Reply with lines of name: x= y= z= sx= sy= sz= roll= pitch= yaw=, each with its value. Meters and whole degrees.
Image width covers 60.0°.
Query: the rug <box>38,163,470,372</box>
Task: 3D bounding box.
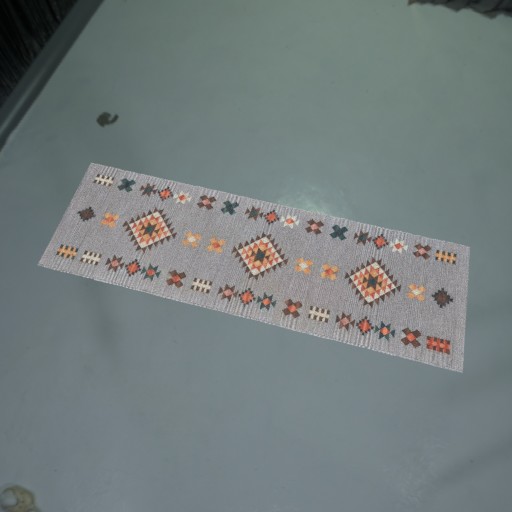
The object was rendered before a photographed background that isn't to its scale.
rug: x=0.000 y=0.000 z=2.611 sx=2.432 sy=0.008 sz=0.766 roll=13 pitch=65 yaw=6
